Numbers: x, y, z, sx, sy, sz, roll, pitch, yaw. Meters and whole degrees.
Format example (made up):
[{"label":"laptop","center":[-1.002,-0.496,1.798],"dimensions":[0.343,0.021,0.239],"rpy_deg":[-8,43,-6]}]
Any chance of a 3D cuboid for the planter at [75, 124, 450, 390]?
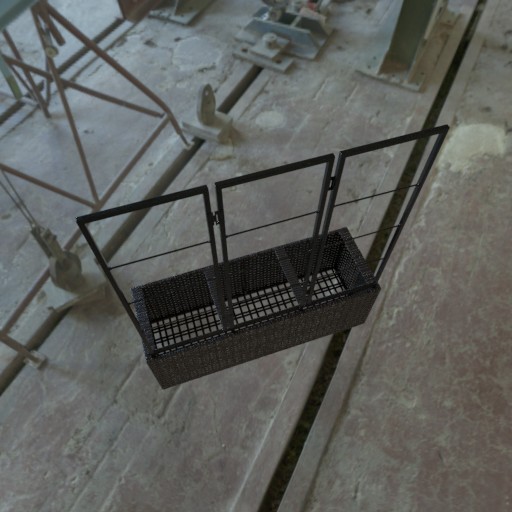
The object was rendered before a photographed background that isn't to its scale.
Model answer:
[{"label":"planter","center":[0.000,0.000,1.154],"dimensions":[0.699,0.841,0.244],"rpy_deg":[-16,58,-10]}]
